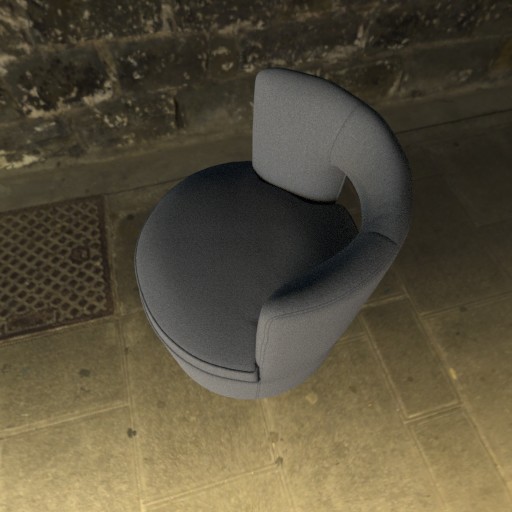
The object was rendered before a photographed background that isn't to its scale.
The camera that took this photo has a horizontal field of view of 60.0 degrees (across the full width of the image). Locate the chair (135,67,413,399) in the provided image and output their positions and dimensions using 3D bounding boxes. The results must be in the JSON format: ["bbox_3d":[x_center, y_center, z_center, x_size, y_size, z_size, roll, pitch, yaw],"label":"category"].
[{"bbox_3d":[0.000,0.000,1.230,0.660,0.719,0.689,-1,58,-1],"label":"chair"}]
